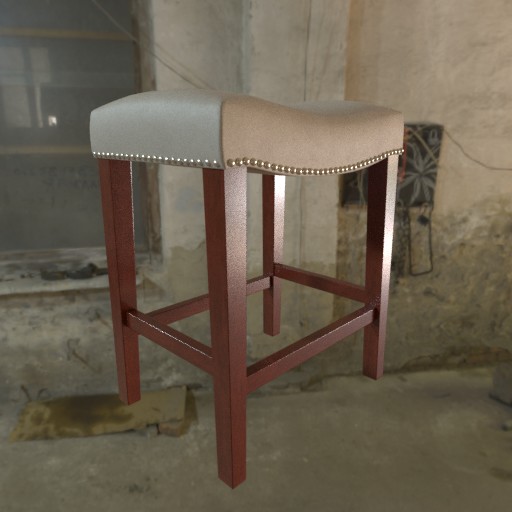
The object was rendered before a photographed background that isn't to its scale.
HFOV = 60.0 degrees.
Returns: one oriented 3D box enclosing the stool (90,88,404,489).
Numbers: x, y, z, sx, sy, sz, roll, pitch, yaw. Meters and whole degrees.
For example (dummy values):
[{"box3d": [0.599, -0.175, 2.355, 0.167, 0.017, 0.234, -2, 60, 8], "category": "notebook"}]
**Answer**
[{"box3d": [0.000, 0.000, 0.932, 0.375, 0.632, 0.509, 15, 22, 42], "category": "stool"}]
